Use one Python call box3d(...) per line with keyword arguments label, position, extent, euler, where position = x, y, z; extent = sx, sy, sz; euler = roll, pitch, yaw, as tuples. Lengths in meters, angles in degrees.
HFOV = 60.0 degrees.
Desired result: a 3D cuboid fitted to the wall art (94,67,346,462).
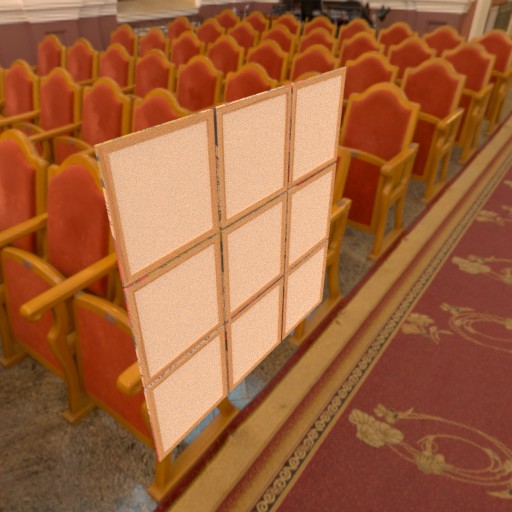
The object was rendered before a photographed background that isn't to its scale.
box3d(label="wall art", position=(0.000, 0.000, 2.189), extent=(0.013, 1.534, 1.519), euler=(22, 39, 30))
